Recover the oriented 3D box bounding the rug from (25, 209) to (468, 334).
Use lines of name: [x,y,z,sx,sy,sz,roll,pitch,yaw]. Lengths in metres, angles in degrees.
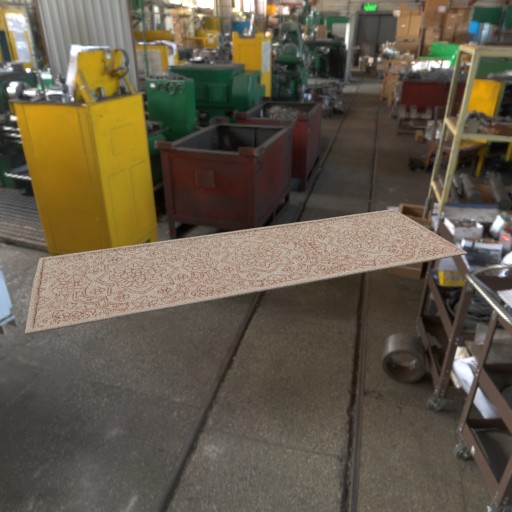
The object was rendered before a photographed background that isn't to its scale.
rug: [0.000,0.000,2.643,2.448,0.012,0.769,-9,29,-17]
